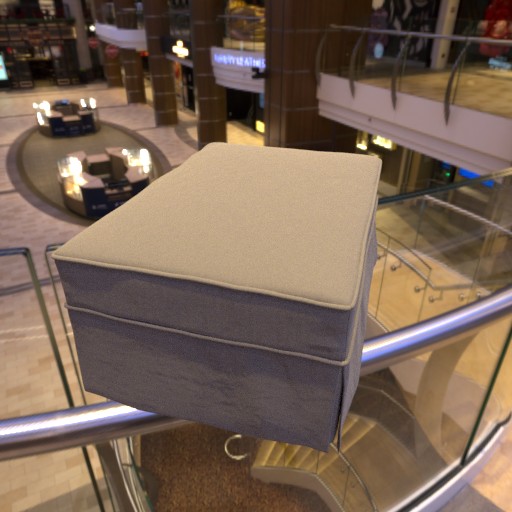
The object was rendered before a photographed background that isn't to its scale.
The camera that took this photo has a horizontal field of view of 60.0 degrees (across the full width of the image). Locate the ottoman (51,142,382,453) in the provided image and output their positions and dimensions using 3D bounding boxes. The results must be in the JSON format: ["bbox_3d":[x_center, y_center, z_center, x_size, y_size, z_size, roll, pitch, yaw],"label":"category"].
[{"bbox_3d":[0.000,0.000,1.325,0.703,0.479,0.944,9,31,15],"label":"ottoman"}]
